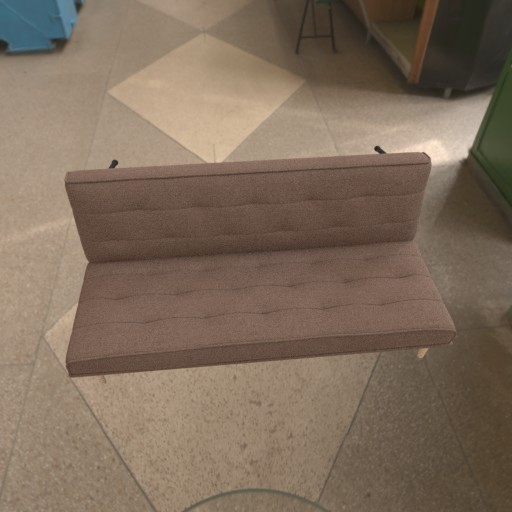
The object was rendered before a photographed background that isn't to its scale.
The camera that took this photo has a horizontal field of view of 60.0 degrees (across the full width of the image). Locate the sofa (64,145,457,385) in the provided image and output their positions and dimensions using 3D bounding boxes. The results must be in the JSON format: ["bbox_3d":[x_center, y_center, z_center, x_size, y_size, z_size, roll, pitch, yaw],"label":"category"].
[{"bbox_3d":[0.000,0.000,2.293,1.820,0.810,1.038,-4,47,-4],"label":"sofa"}]
